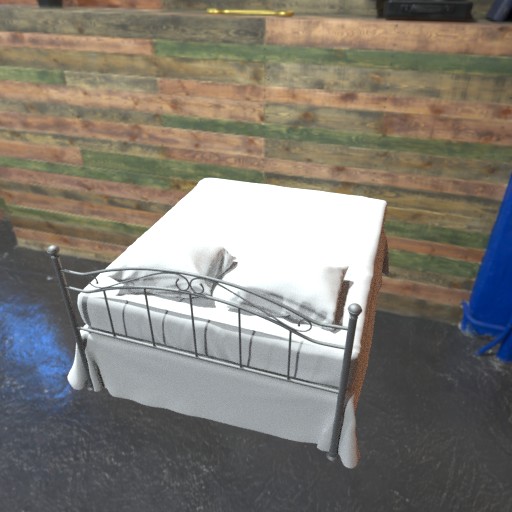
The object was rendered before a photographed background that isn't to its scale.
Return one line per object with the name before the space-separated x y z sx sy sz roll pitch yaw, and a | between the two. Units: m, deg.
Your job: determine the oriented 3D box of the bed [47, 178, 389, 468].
bed | 0.000 0.000 3.259 1.936 1.080 2.215 10 34 15
